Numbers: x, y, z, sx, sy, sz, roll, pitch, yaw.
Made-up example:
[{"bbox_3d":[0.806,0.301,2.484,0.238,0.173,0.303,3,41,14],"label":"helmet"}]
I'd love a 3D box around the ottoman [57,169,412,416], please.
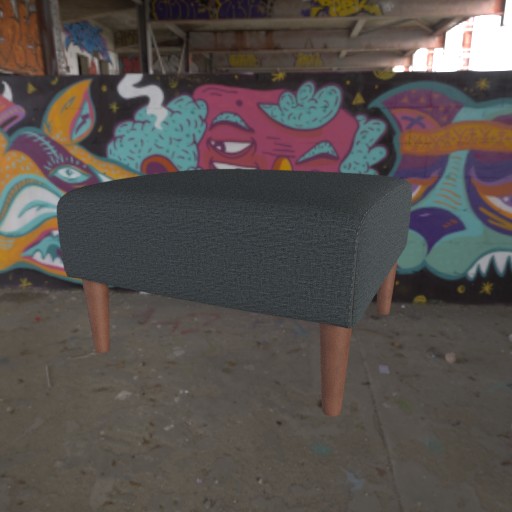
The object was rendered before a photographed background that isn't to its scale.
[{"bbox_3d":[0.000,0.000,1.097,0.650,0.398,0.649,7,17,25],"label":"ottoman"}]
